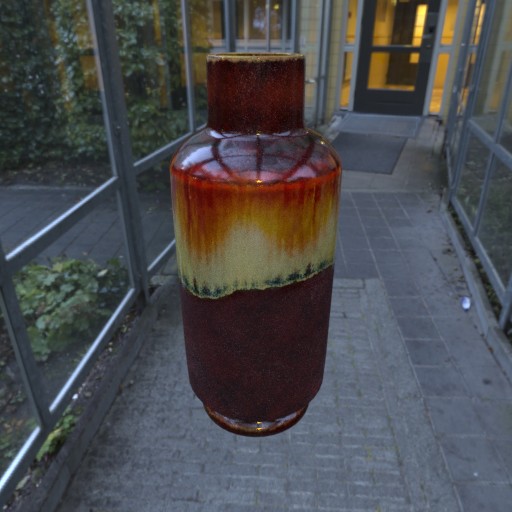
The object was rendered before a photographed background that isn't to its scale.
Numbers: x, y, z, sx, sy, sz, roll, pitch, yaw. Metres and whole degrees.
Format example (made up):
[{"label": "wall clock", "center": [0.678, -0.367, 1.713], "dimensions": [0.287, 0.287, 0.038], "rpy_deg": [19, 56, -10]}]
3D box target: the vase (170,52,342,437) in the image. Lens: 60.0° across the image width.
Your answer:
[{"label": "vase", "center": [0.000, 0.000, 0.315], "dimensions": [0.111, 0.261, 0.111], "rpy_deg": [0, 27, 0]}]
